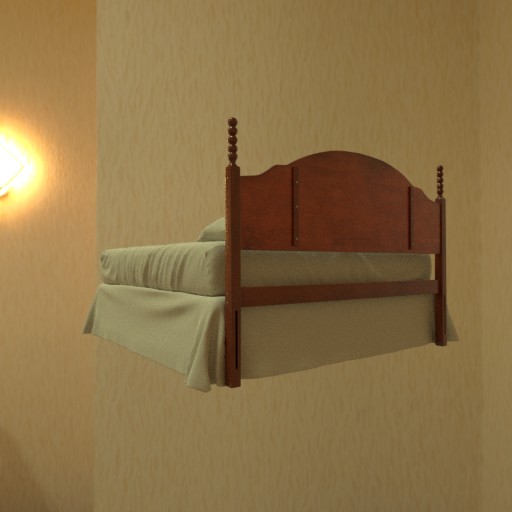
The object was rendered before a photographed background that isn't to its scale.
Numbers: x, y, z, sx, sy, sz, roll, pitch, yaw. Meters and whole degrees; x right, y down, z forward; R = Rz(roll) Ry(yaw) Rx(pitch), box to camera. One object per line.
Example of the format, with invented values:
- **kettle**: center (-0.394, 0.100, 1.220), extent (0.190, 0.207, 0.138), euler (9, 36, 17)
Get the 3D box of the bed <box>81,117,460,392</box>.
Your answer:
- **bed**: center (0.000, 0.000, 3.638), extent (2.322, 1.355, 2.219), euler (1, -1, -36)
